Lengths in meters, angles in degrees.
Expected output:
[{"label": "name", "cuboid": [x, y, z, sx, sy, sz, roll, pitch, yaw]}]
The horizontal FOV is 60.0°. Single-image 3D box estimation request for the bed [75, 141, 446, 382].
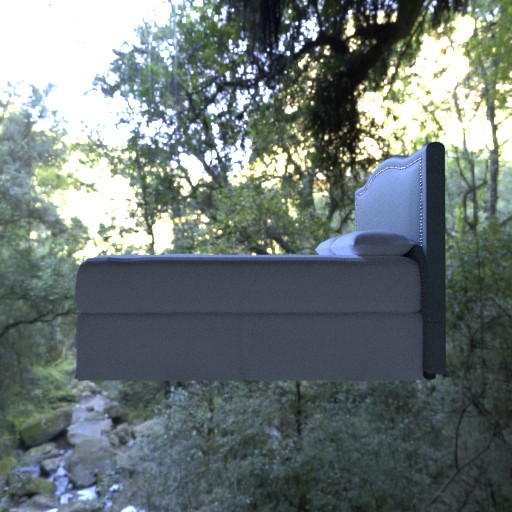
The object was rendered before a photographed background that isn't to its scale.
[{"label": "bed", "cuboid": [0.000, 0.000, 3.350, 2.143, 1.460, 1.753, 0, 0, -1]}]
